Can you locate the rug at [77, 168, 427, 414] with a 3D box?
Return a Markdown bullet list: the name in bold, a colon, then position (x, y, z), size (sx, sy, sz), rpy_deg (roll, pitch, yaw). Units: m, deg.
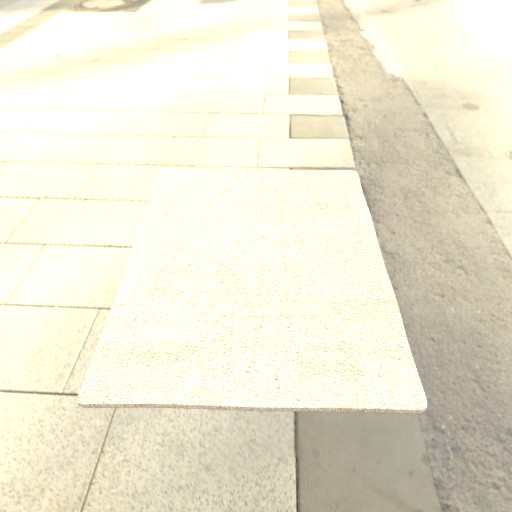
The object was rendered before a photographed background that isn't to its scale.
- **rug**: position (0.000, 0.000, 2.108), size (1.200, 0.027, 1.600), rpy_deg (1, 41, 1)
